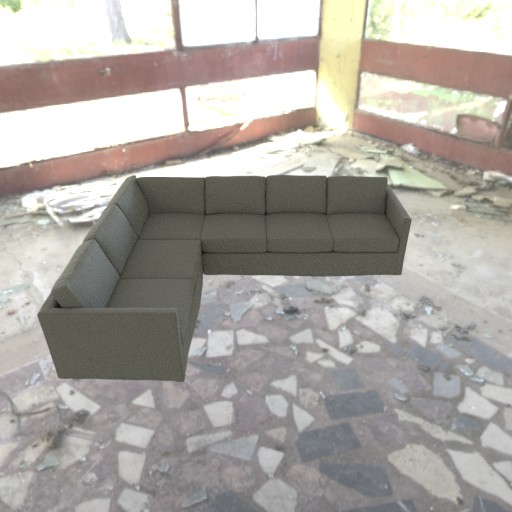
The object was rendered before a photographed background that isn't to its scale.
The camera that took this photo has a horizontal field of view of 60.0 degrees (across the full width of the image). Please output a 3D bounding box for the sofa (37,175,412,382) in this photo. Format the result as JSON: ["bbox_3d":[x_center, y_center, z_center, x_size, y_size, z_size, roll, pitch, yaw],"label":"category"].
[{"bbox_3d":[0.000,0.000,4.350,3.182,0.871,2.432,0,32,0],"label":"sofa"}]
